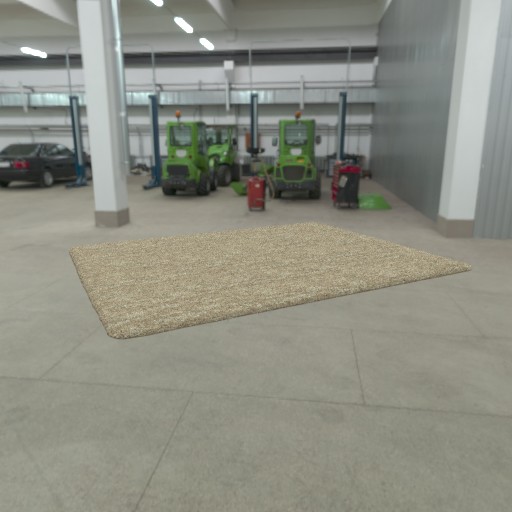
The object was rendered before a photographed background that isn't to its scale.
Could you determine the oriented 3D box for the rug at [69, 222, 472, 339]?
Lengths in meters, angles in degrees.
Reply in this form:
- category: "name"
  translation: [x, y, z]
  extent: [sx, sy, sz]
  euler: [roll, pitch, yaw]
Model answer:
- category: "rug"
  translation: [0.000, 0.000, 3.864]
  extent: [2.873, 0.050, 2.242]
  euler: [-8, 17, -27]
